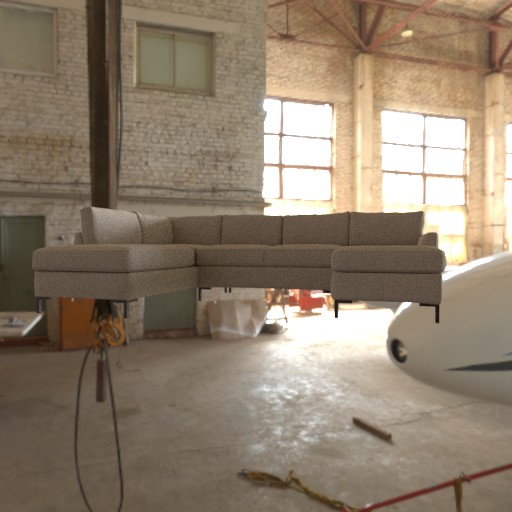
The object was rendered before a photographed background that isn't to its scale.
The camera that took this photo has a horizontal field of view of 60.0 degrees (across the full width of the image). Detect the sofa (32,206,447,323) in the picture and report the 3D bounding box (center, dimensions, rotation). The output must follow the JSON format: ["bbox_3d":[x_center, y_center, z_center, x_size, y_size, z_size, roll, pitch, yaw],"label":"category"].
[{"bbox_3d":[0.000,0.000,3.833,2.984,0.862,1.989,0,1,18],"label":"sofa"}]
